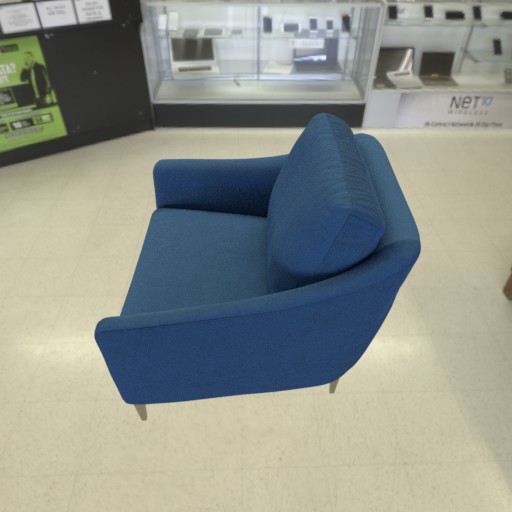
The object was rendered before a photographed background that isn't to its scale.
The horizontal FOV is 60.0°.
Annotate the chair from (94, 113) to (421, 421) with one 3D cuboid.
[{"bbox_3d":[0.000,0.000,1.712,0.961,0.899,0.987,0,41,0],"label":"chair"}]
